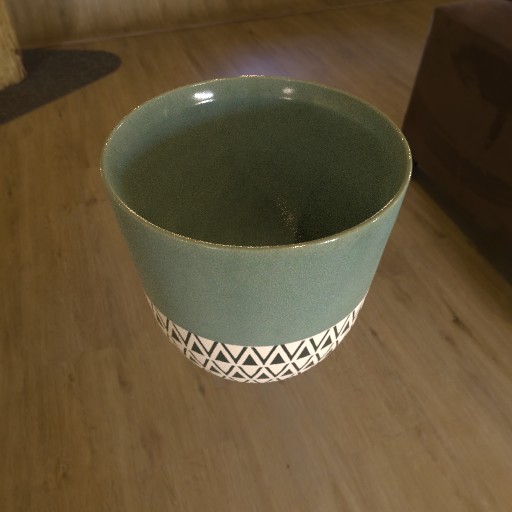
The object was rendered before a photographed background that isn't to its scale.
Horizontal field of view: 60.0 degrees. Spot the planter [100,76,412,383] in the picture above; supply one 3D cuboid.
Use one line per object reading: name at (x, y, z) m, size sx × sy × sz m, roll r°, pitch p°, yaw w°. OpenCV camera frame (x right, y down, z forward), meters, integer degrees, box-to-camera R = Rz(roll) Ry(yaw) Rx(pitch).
planter at (0.000, 0.000, 0.366) m, size 0.198 × 0.214 × 0.198 m, roll 0°, pitch 46°, yaw 0°
